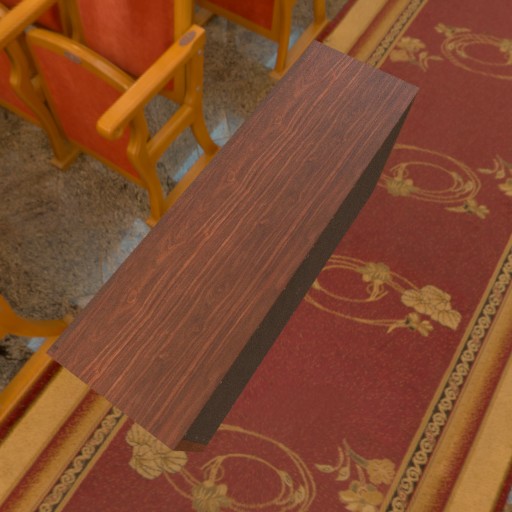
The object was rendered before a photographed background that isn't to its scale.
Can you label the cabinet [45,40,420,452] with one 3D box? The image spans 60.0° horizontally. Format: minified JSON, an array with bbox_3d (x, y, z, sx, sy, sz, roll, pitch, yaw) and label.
[{"bbox_3d":[0.000,0.000,1.967,0.505,0.940,1.575,31,70,13],"label":"cabinet"}]
